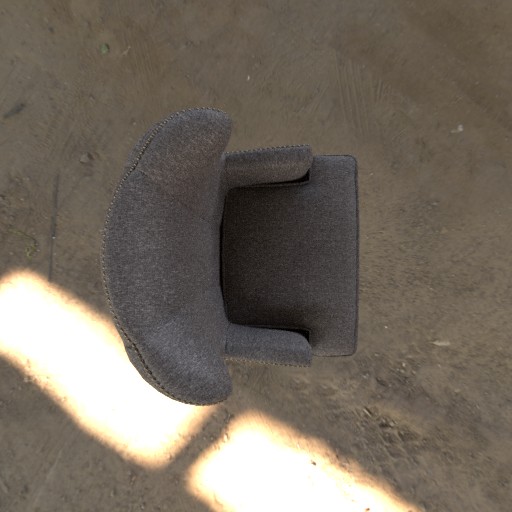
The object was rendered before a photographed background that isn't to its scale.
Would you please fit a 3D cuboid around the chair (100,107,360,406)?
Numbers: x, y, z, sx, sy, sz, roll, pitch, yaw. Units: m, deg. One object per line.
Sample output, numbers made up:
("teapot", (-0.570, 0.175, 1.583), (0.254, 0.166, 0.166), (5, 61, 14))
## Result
("chair", (0.000, 0.000, 1.588), (0.758, 1.060, 0.759), (0, 90, 0))
